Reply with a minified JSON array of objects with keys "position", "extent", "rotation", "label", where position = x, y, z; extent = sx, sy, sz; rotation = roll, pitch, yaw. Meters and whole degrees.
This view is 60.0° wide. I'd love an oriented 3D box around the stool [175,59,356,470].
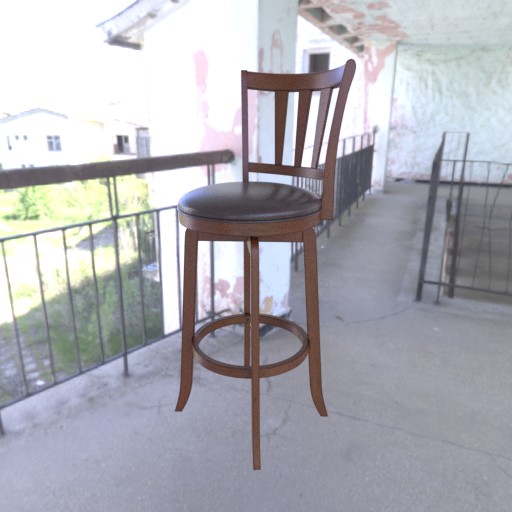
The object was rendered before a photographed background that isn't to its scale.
[{"position":[0.000,0.000,1.451],"extent":[0.464,1.177,0.503],"rotation":[16,24,42],"label":"stool"}]
